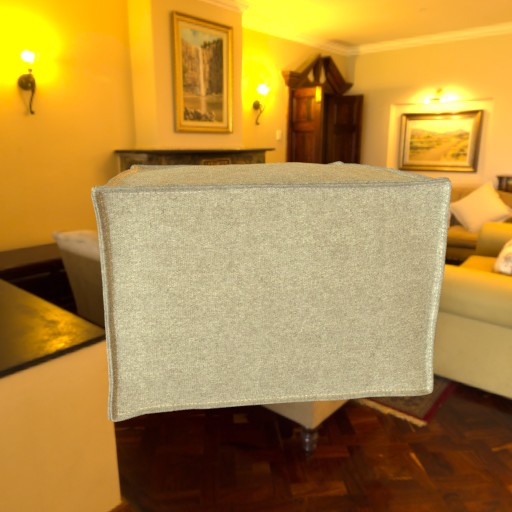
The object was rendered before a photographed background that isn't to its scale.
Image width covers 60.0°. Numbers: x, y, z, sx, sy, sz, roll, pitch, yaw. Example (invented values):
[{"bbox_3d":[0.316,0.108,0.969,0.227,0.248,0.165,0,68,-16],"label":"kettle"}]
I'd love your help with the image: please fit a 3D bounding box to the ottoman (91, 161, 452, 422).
[{"bbox_3d":[0.000,0.000,1.154,0.696,0.470,0.707,-2,14,-9],"label":"ottoman"}]
